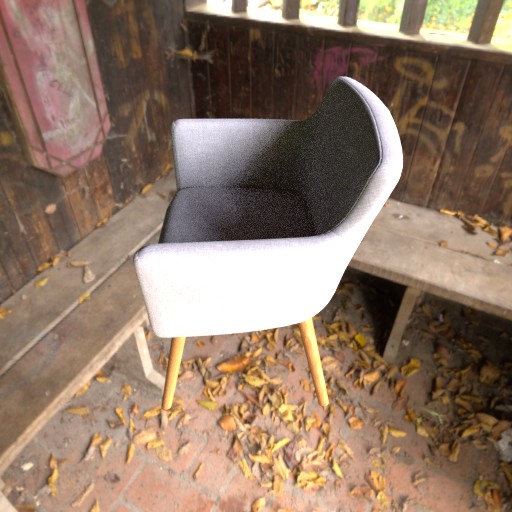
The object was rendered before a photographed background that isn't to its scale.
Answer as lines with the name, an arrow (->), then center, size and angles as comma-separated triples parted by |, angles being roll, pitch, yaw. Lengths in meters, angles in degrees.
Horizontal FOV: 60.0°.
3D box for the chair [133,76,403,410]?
chair -> 0.000, 0.000, 1.136 | 0.540, 0.780, 0.570 | -1, 41, -1
